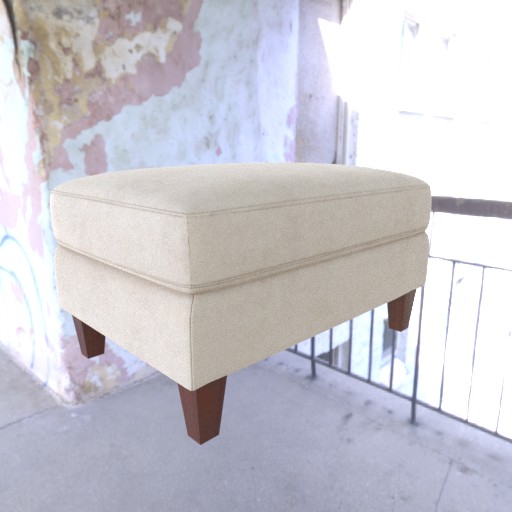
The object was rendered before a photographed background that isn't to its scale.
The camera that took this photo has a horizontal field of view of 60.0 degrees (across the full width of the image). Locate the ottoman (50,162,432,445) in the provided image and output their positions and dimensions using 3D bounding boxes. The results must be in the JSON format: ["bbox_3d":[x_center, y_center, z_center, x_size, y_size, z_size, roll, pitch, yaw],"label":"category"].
[{"bbox_3d":[0.000,0.000,1.178,0.864,0.483,0.584,-13,19,-43],"label":"ottoman"}]
